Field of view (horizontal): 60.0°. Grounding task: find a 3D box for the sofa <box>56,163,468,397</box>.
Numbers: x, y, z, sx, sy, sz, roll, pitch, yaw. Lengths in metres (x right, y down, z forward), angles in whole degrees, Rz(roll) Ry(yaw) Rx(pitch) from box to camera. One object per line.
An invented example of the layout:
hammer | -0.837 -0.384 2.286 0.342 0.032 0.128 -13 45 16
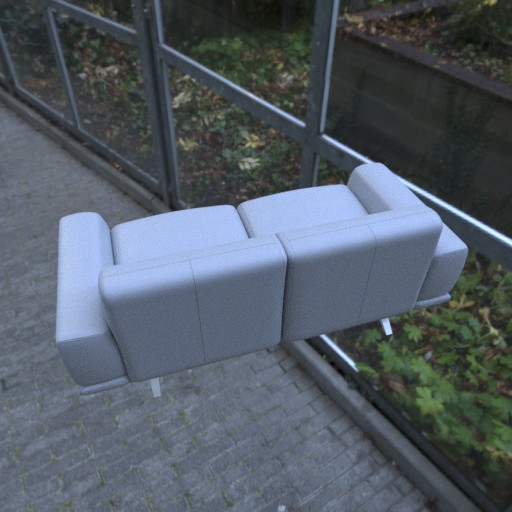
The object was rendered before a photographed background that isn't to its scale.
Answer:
sofa | 0.000 0.000 2.321 1.901 0.772 0.900 -12 43 -13
